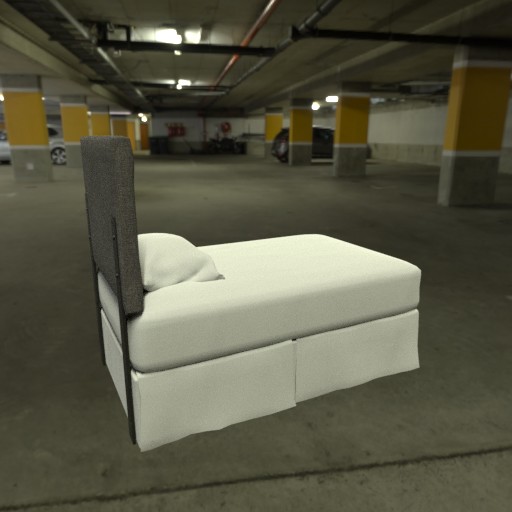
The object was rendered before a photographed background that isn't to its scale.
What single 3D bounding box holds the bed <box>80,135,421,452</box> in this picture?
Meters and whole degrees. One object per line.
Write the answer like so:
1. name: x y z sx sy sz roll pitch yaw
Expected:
1. bed: 0.000 0.000 3.003 1.997 1.571 1.261 -8 17 -26
